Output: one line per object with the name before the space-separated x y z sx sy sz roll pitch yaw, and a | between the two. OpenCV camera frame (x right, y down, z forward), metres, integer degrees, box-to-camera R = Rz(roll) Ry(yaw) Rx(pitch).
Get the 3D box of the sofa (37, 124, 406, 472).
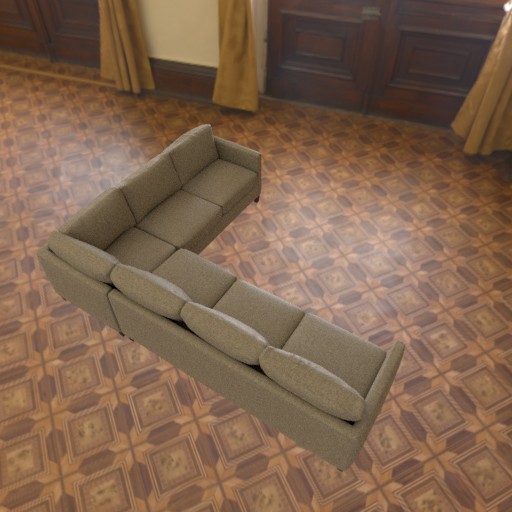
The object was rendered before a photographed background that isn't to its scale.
sofa | 0.000 0.000 4.435 3.302 0.947 2.593 25 51 22
